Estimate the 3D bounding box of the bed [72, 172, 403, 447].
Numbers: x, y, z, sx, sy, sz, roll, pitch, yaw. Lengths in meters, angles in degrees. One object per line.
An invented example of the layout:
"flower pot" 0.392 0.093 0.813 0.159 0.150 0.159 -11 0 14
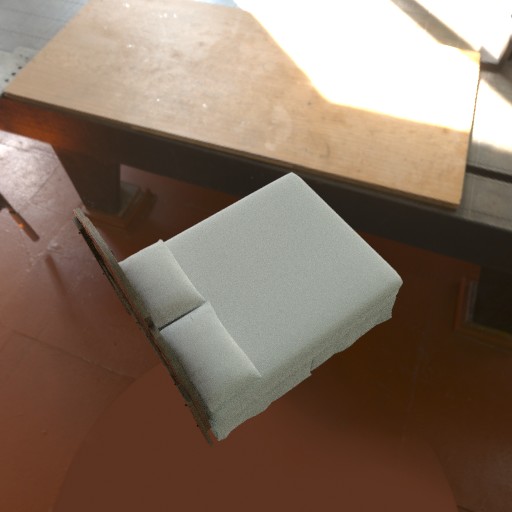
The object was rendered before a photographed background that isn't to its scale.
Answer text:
"bed" 0.000 0.000 3.565 2.138 2.019 1.713 -31 63 -18
